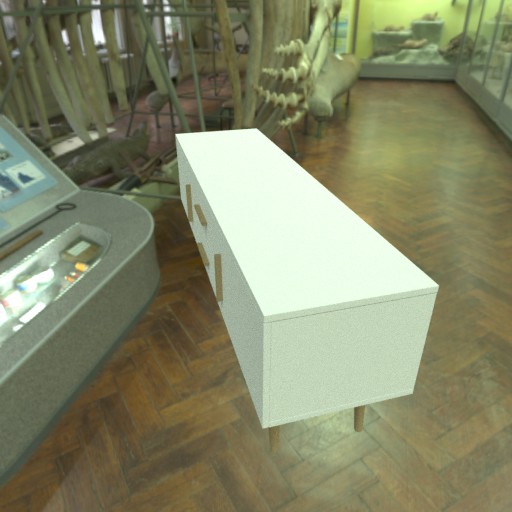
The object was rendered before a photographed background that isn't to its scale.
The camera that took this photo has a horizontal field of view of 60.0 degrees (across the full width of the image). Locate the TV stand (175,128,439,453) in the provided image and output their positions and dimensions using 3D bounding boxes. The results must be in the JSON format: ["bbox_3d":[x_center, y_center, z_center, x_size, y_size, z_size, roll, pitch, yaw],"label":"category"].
[{"bbox_3d":[0.000,0.000,1.600,0.401,0.560,1.398,-8,31,-14],"label":"TV stand"}]
